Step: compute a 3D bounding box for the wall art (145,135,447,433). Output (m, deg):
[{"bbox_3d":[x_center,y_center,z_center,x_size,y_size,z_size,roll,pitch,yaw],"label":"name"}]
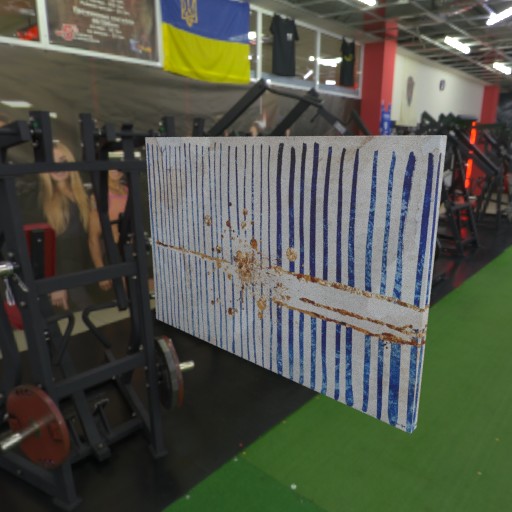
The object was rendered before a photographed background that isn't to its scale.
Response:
[{"bbox_3d":[0.000,0.000,1.459,1.143,0.757,0.038,13,20,41],"label":"wall art"}]
